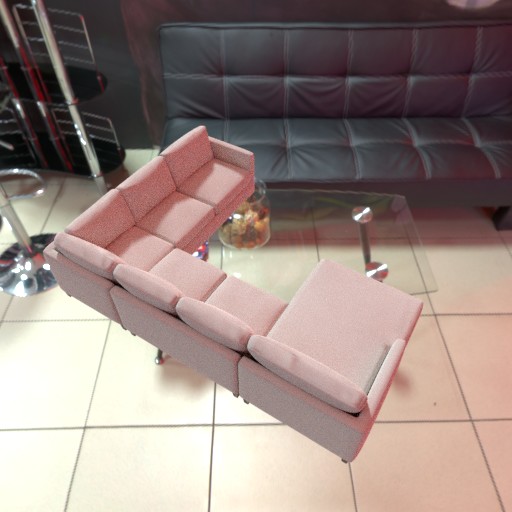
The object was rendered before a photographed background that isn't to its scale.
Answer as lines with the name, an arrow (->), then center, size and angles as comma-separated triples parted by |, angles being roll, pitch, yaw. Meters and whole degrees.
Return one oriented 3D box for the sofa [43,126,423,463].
sofa -> 0.000, 0.000, 4.682 | 3.459, 0.956, 2.593 | 25, 52, 21
